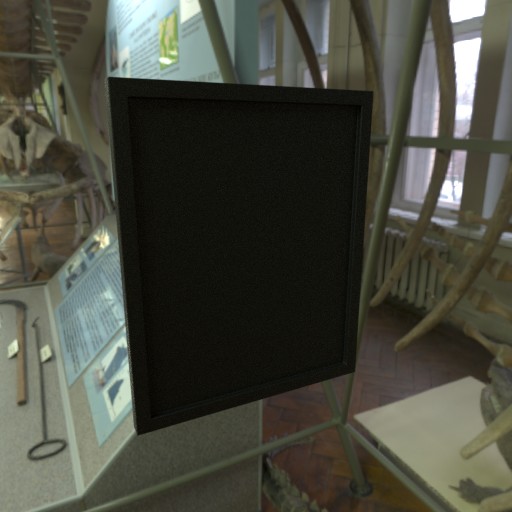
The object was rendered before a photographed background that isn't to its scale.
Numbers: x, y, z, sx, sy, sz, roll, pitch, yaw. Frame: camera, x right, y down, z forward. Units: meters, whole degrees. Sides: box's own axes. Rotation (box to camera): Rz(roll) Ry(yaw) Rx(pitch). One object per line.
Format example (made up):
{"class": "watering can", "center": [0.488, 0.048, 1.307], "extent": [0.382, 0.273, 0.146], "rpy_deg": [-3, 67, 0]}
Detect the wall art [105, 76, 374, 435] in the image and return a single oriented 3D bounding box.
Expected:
{"class": "wall art", "center": [0.000, 0.000, 0.775], "extent": [0.457, 0.559, 0.028], "rpy_deg": [-8, 17, -26]}
